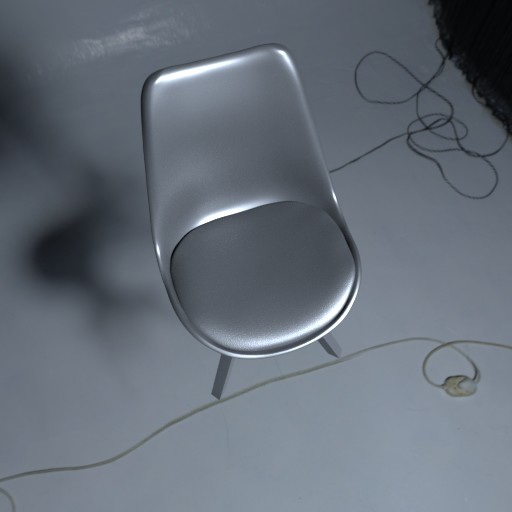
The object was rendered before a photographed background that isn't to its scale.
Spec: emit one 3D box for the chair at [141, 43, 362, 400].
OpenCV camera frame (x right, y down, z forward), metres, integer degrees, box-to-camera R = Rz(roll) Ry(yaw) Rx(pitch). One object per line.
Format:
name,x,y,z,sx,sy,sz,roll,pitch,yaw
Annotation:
chair,0.000,0.000,1.153,0.485,0.850,0.530,-17,66,-8
